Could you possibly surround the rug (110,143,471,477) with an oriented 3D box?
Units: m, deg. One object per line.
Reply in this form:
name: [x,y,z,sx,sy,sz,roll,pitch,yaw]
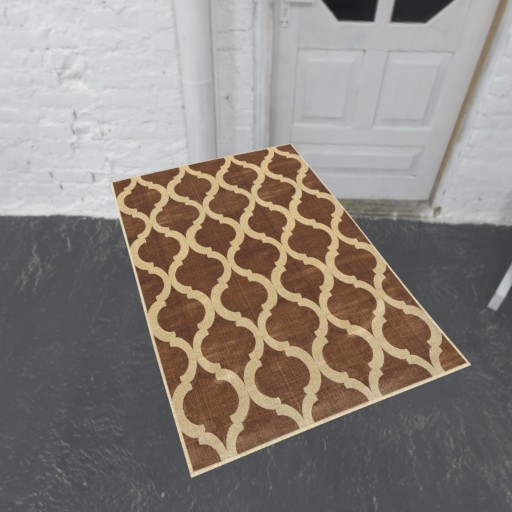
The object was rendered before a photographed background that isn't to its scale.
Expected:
rug: [0.000,0.000,2.856,1.522,0.008,2.284,-16,48,-15]
